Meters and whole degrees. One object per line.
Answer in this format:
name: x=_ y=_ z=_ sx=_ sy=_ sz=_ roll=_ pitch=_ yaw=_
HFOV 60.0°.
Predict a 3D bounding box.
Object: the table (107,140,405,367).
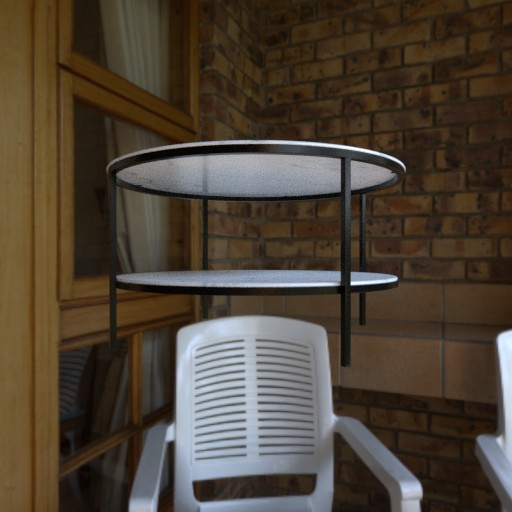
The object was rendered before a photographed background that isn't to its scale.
table: x=0.000 y=0.000 z=1.253 sx=0.800 sy=0.450 sz=0.800 roll=0 pitch=0 yaw=0
